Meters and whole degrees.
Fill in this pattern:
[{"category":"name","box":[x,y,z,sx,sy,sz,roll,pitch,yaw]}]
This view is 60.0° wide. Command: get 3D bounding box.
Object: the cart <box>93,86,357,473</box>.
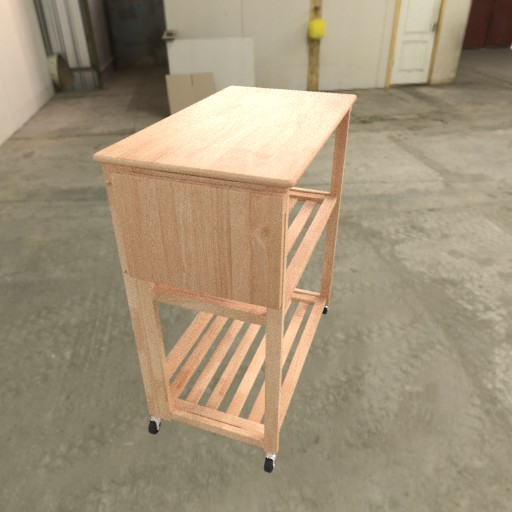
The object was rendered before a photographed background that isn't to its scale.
[{"category":"cart","box":[0.000,0.000,1.409,0.432,0.879,0.853,11,33,17]}]
